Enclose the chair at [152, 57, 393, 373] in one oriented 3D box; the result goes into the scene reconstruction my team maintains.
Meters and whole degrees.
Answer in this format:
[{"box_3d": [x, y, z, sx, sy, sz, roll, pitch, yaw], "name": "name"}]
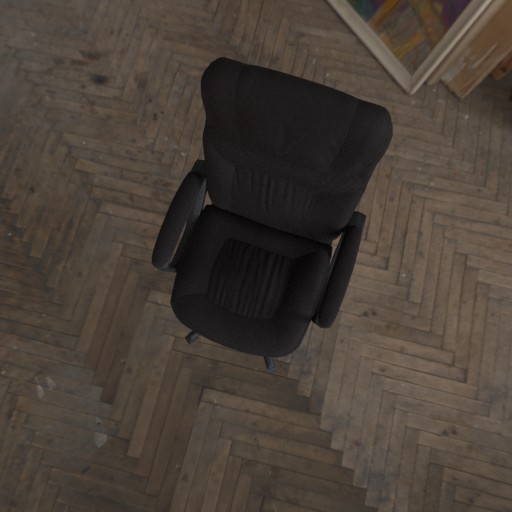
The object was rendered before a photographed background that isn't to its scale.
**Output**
[{"box_3d": [0.000, 0.000, 1.546, 0.667, 1.105, 0.724, 19, 76, 5], "name": "chair"}]
